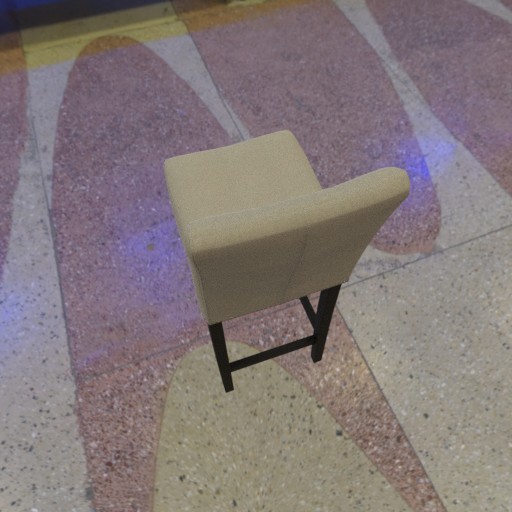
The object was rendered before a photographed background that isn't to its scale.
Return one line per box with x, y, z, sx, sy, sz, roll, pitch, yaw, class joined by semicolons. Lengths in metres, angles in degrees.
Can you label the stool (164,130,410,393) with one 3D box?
0.000;0.000;1.292;0.411;1.047;0.548;-16;60;-10;stool
